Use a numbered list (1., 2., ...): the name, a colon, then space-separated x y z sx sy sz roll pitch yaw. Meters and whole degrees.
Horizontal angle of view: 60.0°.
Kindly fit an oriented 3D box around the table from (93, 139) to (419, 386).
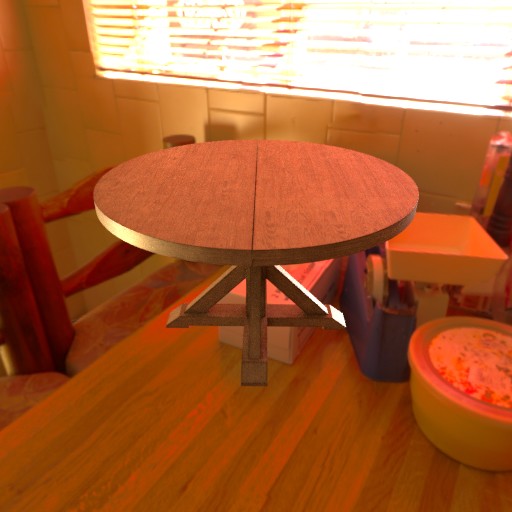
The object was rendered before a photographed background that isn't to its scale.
1. table: 0.000 0.000 2.131 1.363 0.781 1.363 0 29 0
